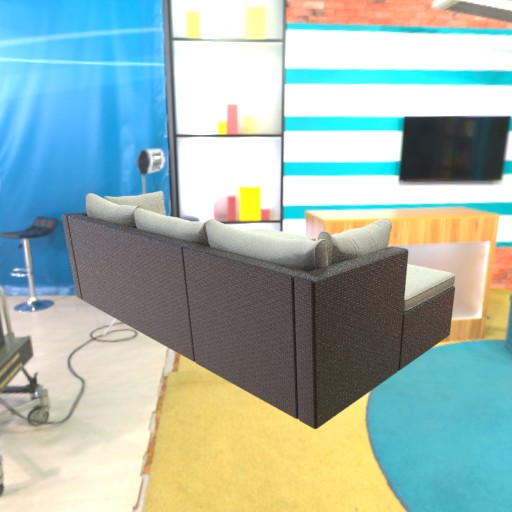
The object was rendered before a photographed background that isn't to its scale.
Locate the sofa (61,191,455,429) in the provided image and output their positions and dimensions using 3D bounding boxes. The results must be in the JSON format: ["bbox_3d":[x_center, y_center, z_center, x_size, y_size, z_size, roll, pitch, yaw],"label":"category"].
[{"bbox_3d":[0.000,0.000,2.895,1.612,0.766,2.192,-13,19,-43],"label":"sofa"}]
